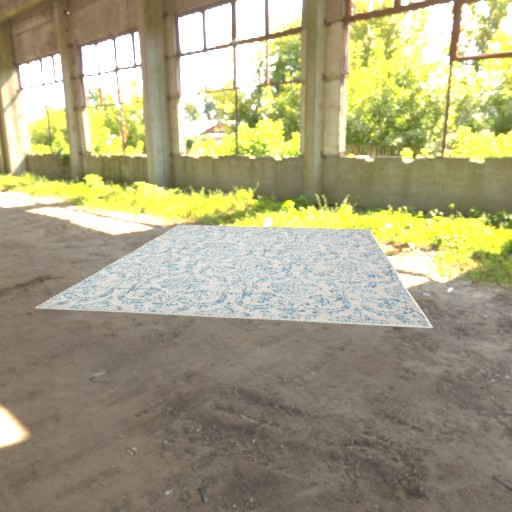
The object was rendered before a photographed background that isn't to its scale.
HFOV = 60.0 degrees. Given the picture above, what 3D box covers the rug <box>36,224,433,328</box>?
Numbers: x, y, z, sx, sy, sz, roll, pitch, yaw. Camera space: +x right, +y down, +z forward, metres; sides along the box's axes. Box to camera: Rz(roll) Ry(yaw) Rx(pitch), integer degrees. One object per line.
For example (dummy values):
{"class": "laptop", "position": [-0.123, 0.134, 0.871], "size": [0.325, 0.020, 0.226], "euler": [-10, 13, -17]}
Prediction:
{"class": "rug", "position": [0.000, 0.000, 4.024], "size": [2.363, 0.012, 2.980], "euler": [2, 14, 7]}
